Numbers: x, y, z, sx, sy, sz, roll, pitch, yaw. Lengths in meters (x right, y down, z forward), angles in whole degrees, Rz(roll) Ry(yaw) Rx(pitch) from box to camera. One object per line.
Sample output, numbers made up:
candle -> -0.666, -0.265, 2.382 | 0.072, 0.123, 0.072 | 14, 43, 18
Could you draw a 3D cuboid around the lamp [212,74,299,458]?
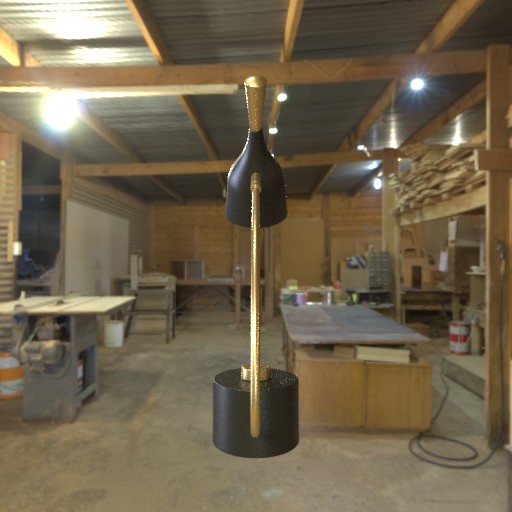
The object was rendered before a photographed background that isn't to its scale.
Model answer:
lamp -> 0.000, 0.000, 0.618 | 0.110, 0.464, 0.352 | 0, 0, 0
